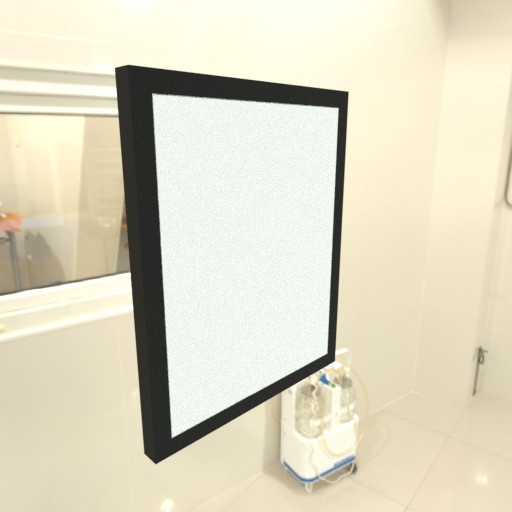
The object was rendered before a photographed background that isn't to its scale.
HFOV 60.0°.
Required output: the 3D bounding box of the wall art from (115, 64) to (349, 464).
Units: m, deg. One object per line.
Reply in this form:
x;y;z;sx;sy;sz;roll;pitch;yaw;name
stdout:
0.000;0.000;0.550;0.329;0.404;0.024;-14;21;-43;wall art
